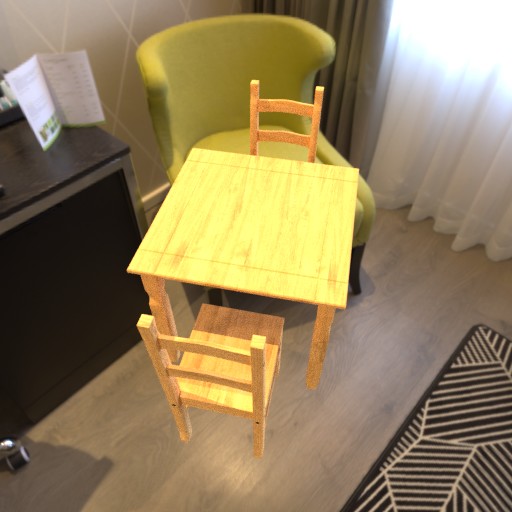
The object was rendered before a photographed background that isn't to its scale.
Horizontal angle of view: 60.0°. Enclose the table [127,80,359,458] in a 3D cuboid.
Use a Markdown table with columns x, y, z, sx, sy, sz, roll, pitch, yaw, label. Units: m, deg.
| x | y | z | sx | sy | sz | roll | pitch | yaw | label |
| --- | --- | --- | --- | --- | --- | --- | --- | --- | --- |
| 0.000 | 0.000 | 2.058 | 0.813 | 0.942 | 1.501 | 9 | 48 | 8 | table |
